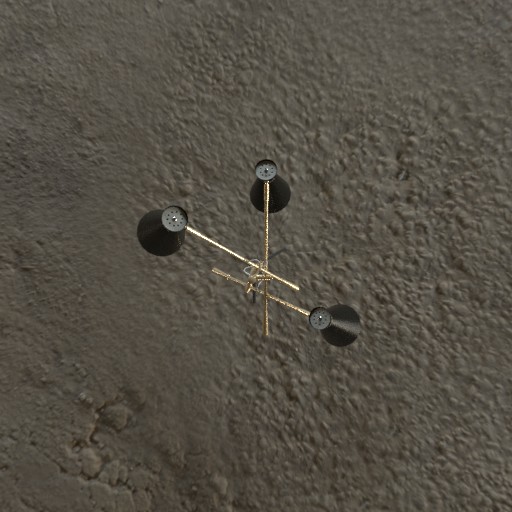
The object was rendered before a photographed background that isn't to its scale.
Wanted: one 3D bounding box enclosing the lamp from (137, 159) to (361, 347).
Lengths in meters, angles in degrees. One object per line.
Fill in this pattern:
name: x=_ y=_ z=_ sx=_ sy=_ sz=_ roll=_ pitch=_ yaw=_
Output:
lamp: x=0.000 y=0.000 z=2.125 sx=0.750 sy=1.804 sz=0.653 roll=0 pitch=90 yaw=0
